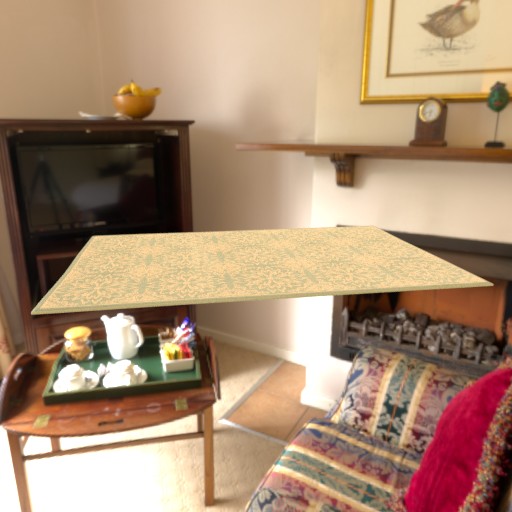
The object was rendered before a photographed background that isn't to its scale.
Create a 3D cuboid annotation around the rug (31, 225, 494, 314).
[{"bbox_3d":[0.000,0.000,3.446,2.746,0.018,1.819,-3,16,-9],"label":"rug"}]
